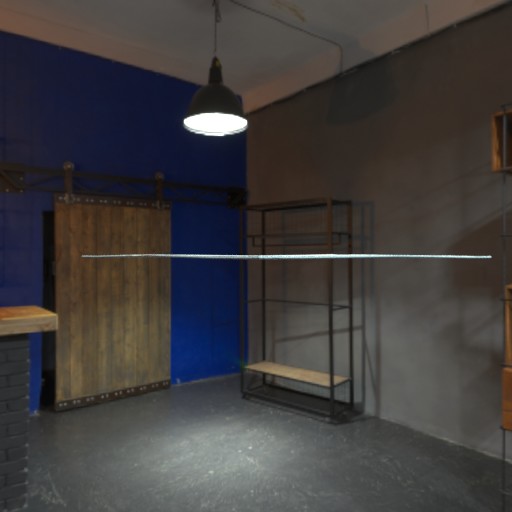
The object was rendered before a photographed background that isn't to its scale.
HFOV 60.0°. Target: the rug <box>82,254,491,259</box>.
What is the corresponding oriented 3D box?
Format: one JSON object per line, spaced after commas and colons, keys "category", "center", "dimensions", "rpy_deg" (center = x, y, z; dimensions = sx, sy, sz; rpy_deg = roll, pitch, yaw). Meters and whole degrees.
{"category": "rug", "center": [0.000, 0.000, 2.890], "dimensions": [1.611, 0.026, 2.260], "rpy_deg": [0, 0, -36]}
